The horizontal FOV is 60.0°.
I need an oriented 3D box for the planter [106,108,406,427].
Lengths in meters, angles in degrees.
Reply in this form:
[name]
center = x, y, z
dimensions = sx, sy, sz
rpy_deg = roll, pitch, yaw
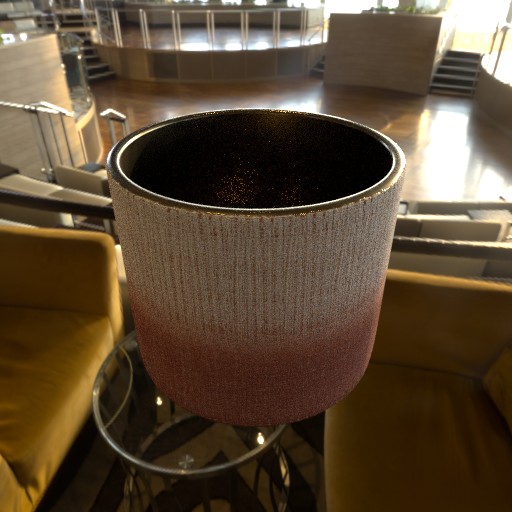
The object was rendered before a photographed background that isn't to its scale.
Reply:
[planter]
center = 0.000, 0.000, 0.309
dimensions = 0.178, 0.157, 0.178
rpy_deg = 0, 33, 0
